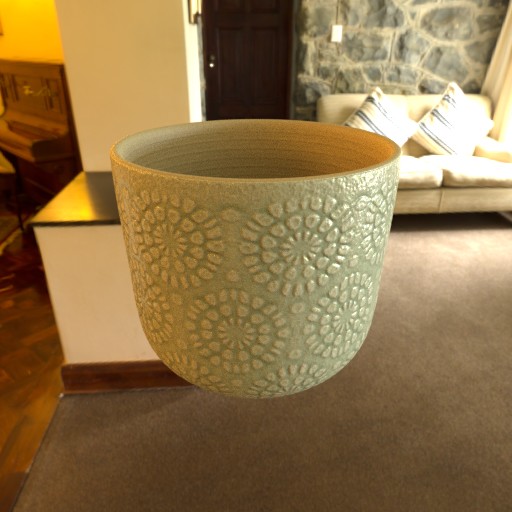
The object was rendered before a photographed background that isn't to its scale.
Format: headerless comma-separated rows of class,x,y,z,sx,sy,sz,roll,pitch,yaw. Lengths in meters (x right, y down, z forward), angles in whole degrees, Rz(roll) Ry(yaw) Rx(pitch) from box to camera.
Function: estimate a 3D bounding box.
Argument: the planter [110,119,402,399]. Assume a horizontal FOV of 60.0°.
planter,0.000,0.000,0.299,0.169,0.153,0.169,0,26,0
